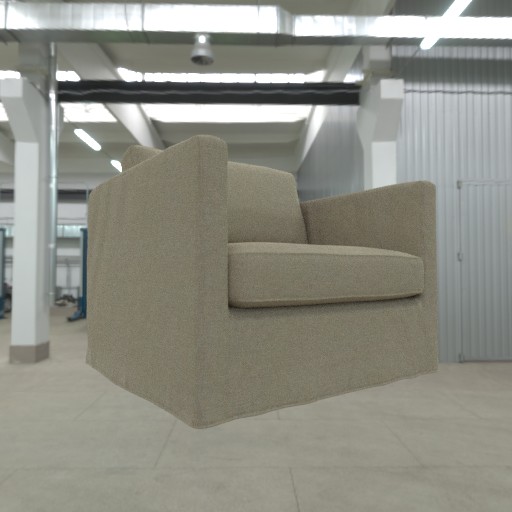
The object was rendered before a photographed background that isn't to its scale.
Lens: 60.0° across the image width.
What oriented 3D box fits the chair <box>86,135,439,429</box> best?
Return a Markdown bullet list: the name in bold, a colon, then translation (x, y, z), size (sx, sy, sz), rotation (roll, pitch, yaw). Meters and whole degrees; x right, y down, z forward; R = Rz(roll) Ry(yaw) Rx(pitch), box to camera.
- **chair**: translation (0.000, 0.000, 1.723), size (1.057, 0.863, 0.949), rotation (1, -2, -36)
